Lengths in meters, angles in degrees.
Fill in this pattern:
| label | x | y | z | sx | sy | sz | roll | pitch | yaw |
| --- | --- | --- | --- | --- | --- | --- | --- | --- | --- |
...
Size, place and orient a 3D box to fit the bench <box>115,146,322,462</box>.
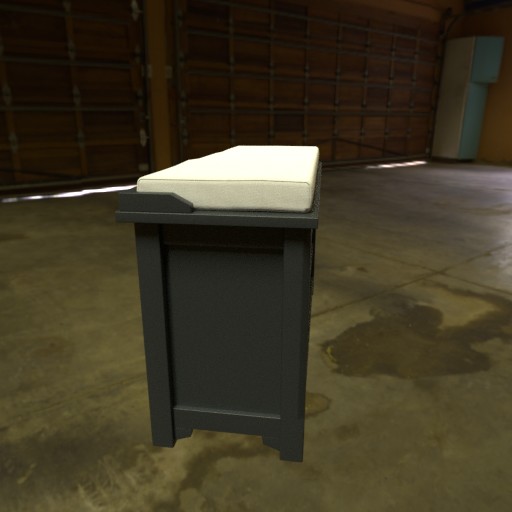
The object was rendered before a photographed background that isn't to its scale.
| label | x | y | z | sx | sy | sz | roll | pitch | yaw |
| --- | --- | --- | --- | --- | --- | --- | --- | --- | --- |
| bench | 0.000 | 0.000 | 1.257 | 0.345 | 0.561 | 0.973 | 2 | 17 | 8 |
